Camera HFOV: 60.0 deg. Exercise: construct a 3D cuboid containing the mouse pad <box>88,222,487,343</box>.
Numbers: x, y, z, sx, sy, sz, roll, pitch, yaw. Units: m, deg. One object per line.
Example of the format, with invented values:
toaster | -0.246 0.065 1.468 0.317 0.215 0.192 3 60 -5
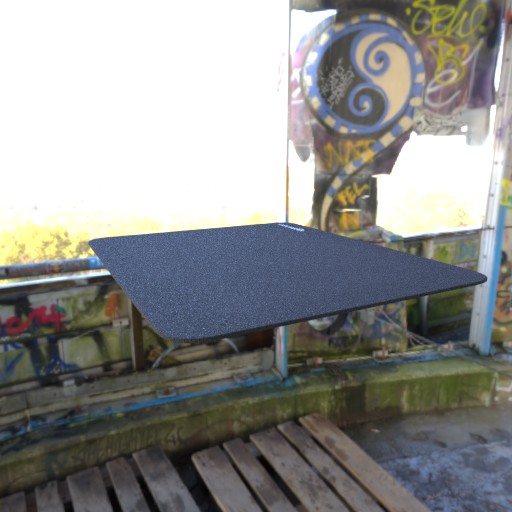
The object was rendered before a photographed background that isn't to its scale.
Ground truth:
mouse pad | 0.000 0.000 0.333 0.211 0.002 0.249 -7 15 -27
